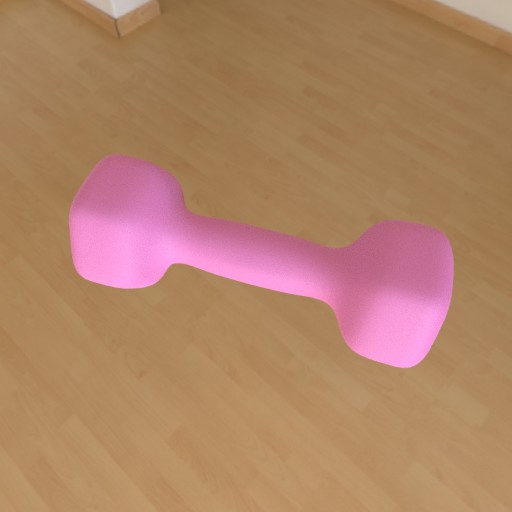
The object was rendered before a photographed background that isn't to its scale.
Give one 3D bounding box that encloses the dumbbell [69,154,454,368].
[{"bbox_3d":[0.000,0.000,0.195,0.159,0.058,0.064,15,60,9],"label":"dumbbell"}]
